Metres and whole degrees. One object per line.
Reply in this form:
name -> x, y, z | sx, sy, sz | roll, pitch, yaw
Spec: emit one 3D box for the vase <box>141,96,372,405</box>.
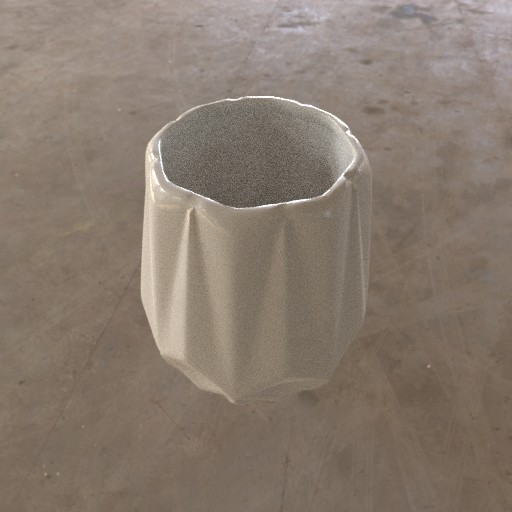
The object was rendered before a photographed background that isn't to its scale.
vase -> 0.000, 0.000, 0.263 | 0.141, 0.152, 0.141 | 0, 46, 0
